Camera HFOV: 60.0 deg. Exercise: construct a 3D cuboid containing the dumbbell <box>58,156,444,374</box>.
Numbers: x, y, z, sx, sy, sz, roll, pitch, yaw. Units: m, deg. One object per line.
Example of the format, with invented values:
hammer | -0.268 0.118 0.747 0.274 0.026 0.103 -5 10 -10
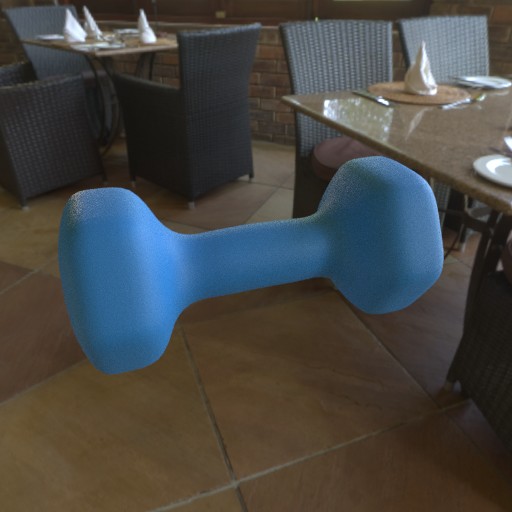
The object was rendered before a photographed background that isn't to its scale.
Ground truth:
dumbbell | 0.000 0.000 0.189 0.152 0.066 0.074 -9 32 -15
